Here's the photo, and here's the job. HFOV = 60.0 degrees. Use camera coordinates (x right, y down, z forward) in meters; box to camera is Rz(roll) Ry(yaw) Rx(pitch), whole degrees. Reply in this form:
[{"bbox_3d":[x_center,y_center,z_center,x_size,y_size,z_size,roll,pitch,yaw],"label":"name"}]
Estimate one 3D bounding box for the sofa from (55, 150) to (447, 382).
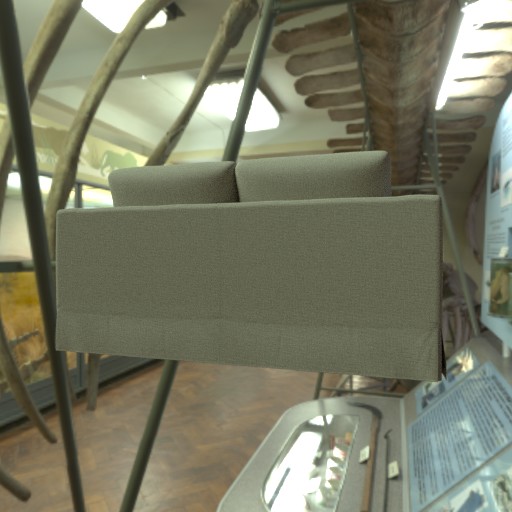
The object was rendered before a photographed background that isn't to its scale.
[{"bbox_3d":[0.000,0.000,2.392,1.813,0.932,1.009,0,0,18],"label":"sofa"}]
